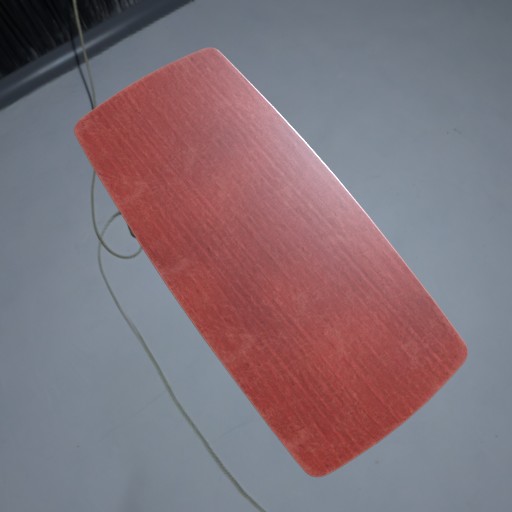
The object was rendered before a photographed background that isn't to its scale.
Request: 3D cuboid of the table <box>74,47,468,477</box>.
[{"bbox_3d":[0.000,0.000,1.438,0.561,0.473,1.216,-34,76,-10],"label":"table"}]
